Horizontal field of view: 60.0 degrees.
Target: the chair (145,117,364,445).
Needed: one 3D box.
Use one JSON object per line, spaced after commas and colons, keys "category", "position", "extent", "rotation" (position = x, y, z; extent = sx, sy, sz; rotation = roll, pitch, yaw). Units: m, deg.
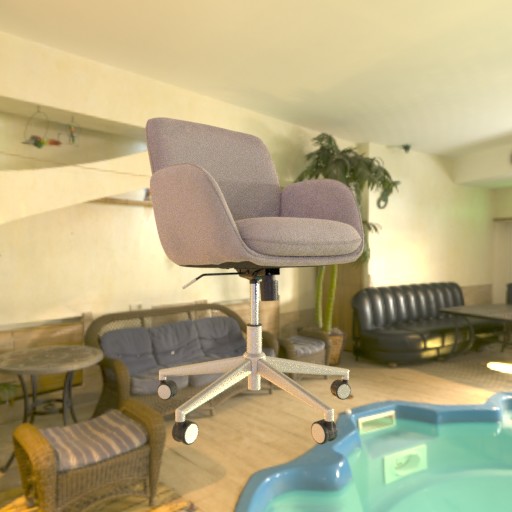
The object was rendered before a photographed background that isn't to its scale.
{"category": "chair", "position": [0.000, 0.000, 1.383], "extent": [0.648, 0.959, 0.654], "rotation": [-1, 1, -37]}
